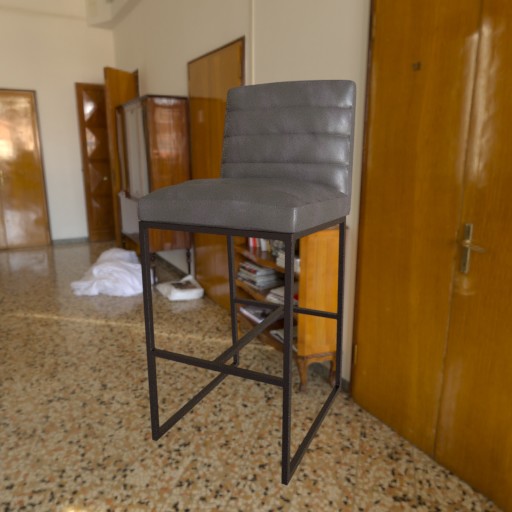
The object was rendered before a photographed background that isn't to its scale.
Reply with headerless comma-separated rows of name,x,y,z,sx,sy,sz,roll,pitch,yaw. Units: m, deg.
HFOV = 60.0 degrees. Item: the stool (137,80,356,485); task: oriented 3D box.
stool,0.000,0.000,1.354,0.463,1.065,0.562,6,15,25
